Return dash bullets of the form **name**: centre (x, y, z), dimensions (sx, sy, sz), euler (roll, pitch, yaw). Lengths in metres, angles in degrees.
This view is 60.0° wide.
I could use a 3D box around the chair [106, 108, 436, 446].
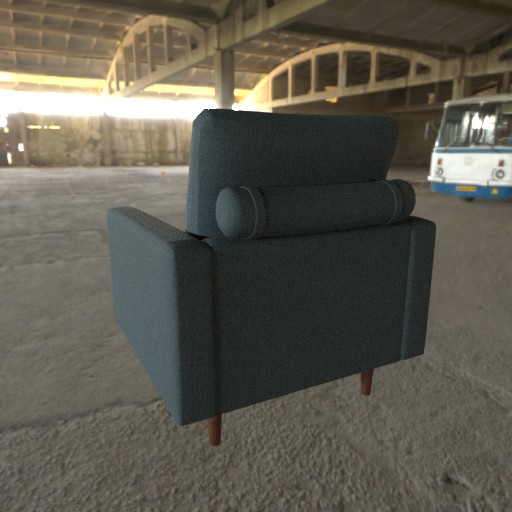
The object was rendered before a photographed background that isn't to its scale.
- **chair**: centre (0.000, 0.000, 1.478), dimensions (0.821, 0.880, 0.843), euler (-7, 16, -27)
